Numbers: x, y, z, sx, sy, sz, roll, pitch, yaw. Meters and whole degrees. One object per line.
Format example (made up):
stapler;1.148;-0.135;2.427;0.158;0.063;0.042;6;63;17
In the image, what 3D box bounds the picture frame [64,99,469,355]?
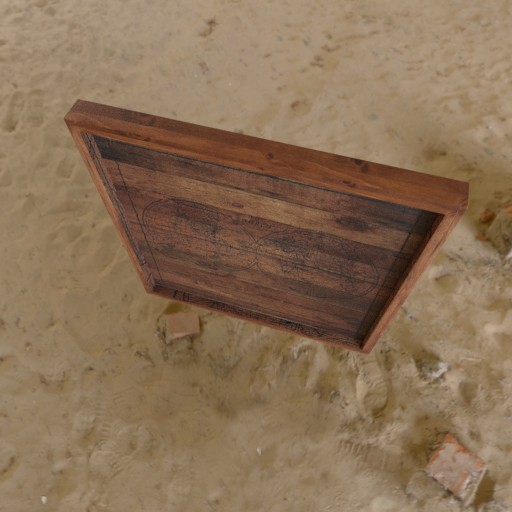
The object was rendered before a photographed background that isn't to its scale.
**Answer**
picture frame;0.000;0.000;0.529;0.352;0.356;0.028;14;60;8
